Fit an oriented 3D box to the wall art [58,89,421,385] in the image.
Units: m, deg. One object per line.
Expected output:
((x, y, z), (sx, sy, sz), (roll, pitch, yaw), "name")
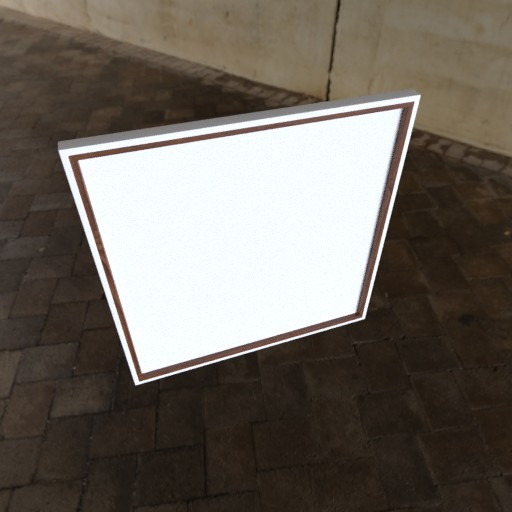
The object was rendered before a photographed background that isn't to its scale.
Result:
((0.000, 0.000, 1.526), (1.009, 1.009, 0.049), (-13, 43, -14), "wall art")
